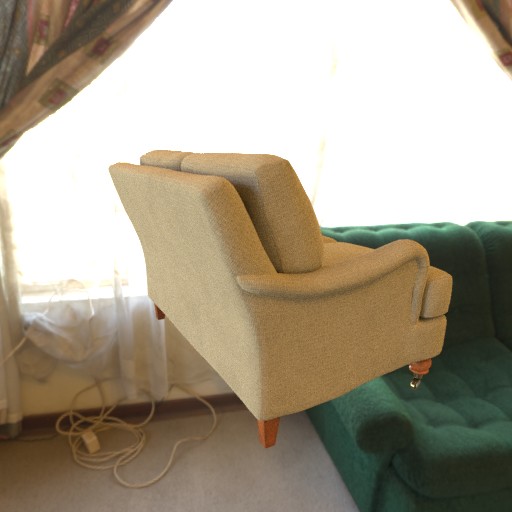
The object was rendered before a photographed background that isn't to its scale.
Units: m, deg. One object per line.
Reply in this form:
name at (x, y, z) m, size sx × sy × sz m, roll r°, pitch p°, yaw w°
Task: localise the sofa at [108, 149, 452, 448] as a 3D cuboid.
sofa at (0.000, 0.000, 2.148) m, size 1.087 × 0.999 × 1.480 m, roll -7°, pitch 16°, yaw -27°
